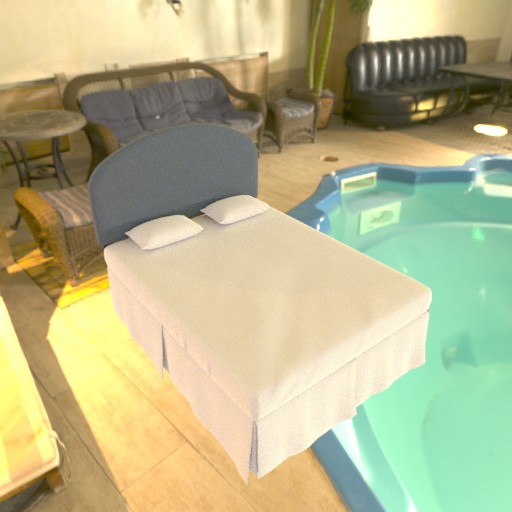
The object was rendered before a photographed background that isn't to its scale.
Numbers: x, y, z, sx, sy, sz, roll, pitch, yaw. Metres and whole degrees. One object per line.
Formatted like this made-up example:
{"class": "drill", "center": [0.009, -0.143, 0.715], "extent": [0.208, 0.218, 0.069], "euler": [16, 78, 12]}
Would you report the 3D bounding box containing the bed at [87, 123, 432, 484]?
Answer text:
{"class": "bed", "center": [0.000, 0.000, 3.088], "extent": [1.607, 1.410, 2.005], "euler": [-22, 37, -32]}
